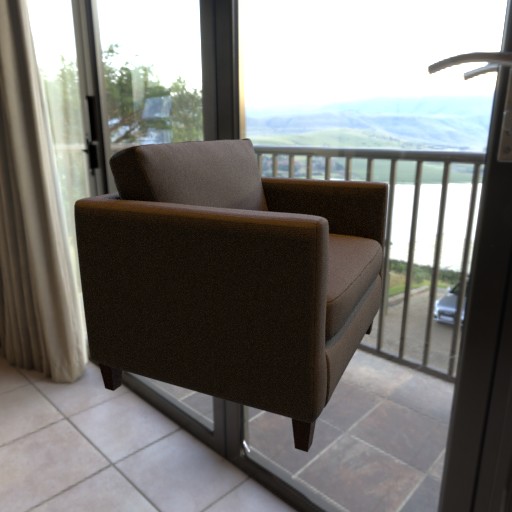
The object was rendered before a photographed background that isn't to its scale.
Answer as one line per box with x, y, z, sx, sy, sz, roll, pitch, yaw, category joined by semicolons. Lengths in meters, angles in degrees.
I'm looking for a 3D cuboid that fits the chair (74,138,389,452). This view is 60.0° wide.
0.000;0.000;1.902;0.959;0.963;1.107;7;17;25;chair
